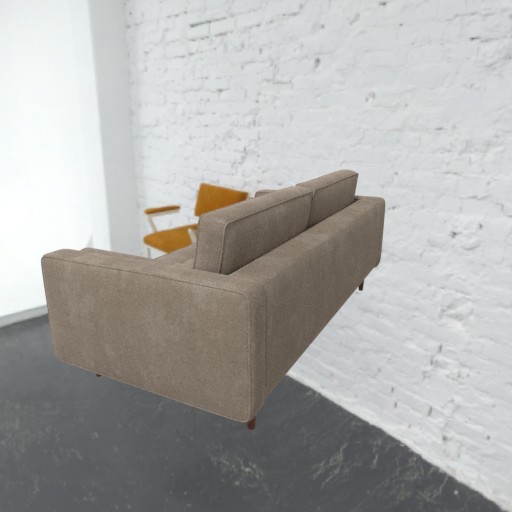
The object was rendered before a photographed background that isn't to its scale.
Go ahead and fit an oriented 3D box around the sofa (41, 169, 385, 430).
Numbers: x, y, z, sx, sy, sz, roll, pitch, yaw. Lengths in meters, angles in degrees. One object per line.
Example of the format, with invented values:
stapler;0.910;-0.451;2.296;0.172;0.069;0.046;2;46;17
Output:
sofa;0.000;0.000;2.288;0.920;0.769;1.883;9;19;26
